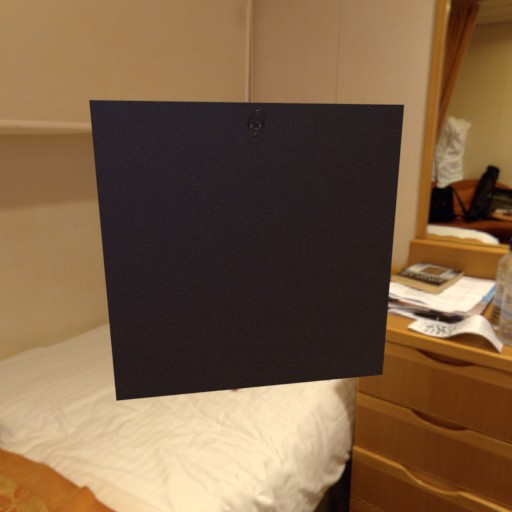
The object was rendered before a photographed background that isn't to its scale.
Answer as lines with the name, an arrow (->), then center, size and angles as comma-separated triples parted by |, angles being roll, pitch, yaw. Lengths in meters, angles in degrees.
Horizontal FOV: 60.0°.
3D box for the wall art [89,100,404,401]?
wall art -> 0.000, 0.000, 0.532 | 0.349, 0.349, 0.038 | -3, 15, -10
